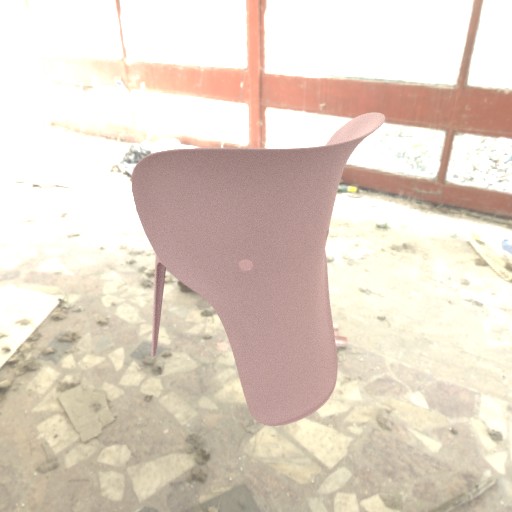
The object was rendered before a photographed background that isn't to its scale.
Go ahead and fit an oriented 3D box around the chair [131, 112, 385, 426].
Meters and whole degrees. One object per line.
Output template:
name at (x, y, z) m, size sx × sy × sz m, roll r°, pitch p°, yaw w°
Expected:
chair at (0.000, 0.000, 0.892) m, size 0.451 × 0.554 × 0.402 m, roll -20°, pitch 35°, yaw -31°
